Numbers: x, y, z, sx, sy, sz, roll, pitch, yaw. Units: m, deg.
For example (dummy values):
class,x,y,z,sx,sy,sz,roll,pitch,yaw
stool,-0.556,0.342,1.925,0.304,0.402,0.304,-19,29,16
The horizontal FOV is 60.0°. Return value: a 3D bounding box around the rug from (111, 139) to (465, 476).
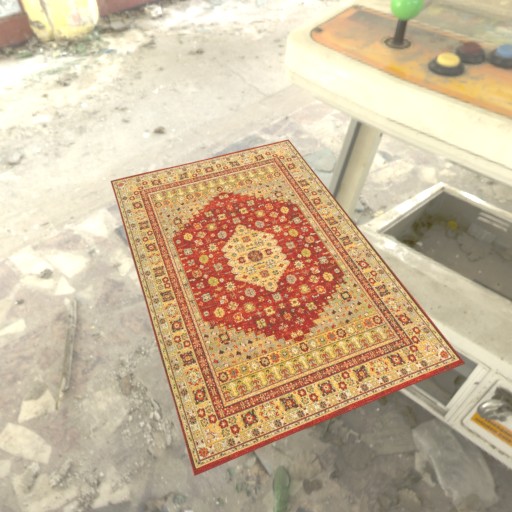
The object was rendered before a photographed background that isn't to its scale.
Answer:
class,x,y,z,sx,sy,sz,roll,pitch,yaw
rug,0.000,0.000,2.291,1.194,0.013,1.802,-16,50,-14
